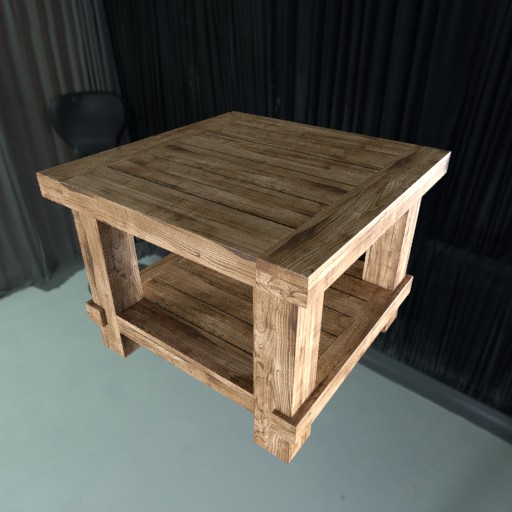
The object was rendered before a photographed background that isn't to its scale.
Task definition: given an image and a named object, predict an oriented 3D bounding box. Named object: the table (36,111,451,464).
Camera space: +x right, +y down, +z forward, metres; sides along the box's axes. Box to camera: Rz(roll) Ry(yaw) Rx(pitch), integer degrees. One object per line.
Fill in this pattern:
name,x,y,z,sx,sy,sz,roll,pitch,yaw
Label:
table,0.000,0.000,1.031,0.610,0.457,0.610,21,37,30
